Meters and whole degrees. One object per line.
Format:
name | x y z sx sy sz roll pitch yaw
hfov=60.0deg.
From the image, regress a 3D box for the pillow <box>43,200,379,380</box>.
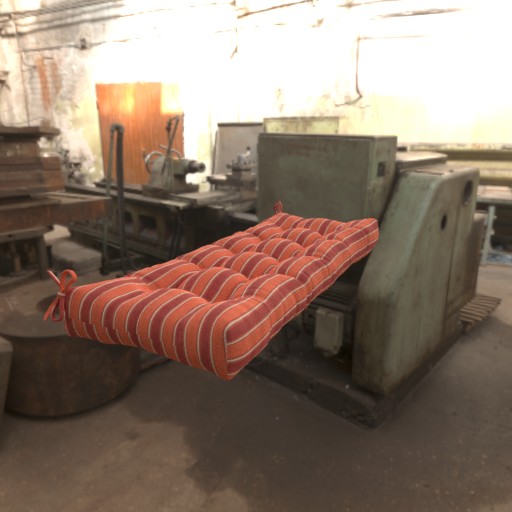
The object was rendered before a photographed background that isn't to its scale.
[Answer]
pillow | 0.000 0.000 1.355 0.511 0.174 1.194 8 17 27
